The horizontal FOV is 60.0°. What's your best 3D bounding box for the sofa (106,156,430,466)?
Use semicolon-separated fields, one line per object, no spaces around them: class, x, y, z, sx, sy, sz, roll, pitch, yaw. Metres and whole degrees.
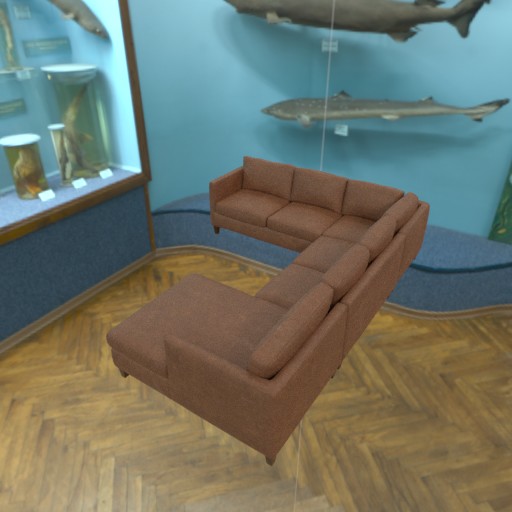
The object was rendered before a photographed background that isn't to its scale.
sofa;0.000;0.000;4.617;2.593;0.923;3.460;19;36;29
